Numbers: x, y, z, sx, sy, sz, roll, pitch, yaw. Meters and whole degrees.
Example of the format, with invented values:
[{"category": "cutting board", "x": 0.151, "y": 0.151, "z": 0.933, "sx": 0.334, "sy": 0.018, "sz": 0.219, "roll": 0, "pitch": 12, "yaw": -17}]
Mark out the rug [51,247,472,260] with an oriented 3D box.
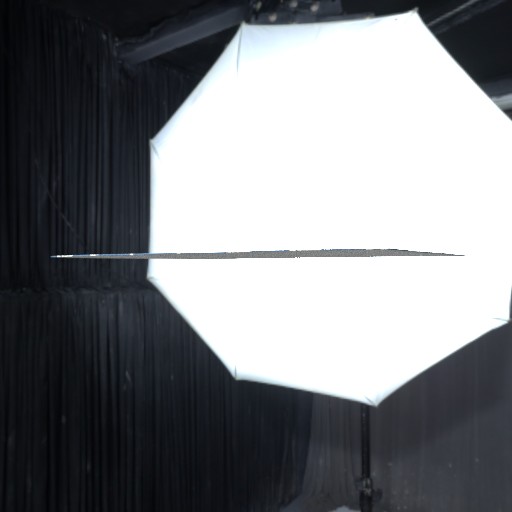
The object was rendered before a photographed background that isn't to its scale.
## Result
[{"category": "rug", "x": 0.000, "y": 0.000, "z": 2.182, "sx": 1.755, "sy": 0.010, "sz": 1.153, "roll": -1, "pitch": -2, "yaw": 36}]
